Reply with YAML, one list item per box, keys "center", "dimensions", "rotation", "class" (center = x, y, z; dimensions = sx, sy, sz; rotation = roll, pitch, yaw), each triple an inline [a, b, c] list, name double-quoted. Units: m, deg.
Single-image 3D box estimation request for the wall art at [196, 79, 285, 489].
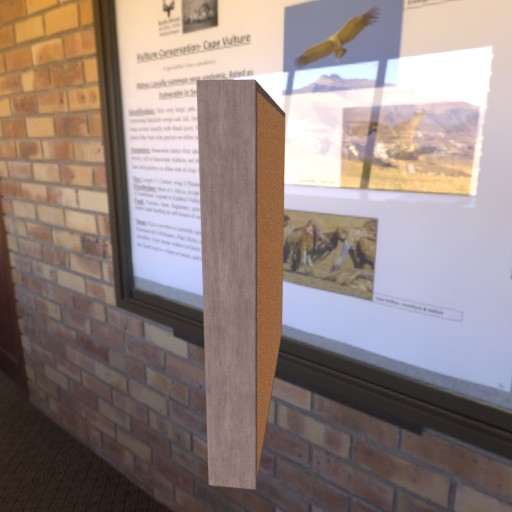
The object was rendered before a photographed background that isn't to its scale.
- center: [0.000, 0.000, 0.459]
  dimensions: [0.038, 0.302, 0.303]
  rotation: [2, 14, 7]
  class: "wall art"
